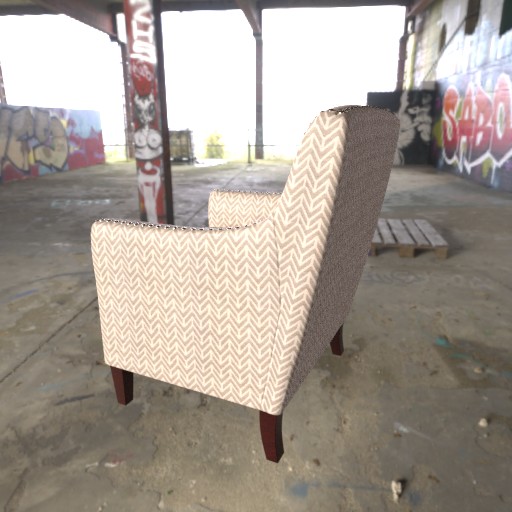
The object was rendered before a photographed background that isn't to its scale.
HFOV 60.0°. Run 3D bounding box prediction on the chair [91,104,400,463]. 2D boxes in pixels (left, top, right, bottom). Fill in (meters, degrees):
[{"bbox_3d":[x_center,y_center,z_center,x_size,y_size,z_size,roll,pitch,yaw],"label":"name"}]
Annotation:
[{"bbox_3d":[0.000,0.000,1.280,0.651,0.816,0.623,8,19,25],"label":"chair"}]
